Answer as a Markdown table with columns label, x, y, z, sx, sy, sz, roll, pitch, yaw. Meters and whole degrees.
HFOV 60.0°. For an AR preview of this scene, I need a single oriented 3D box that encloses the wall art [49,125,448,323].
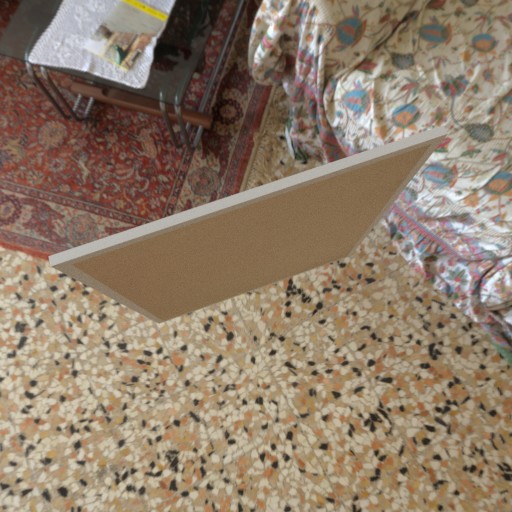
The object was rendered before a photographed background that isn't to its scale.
| label | x | y | z | sx | sy | sz | roll | pitch | yaw |
| --- | --- | --- | --- | --- | --- | --- | --- | --- | --- |
| wall art | 0.000 | 0.000 | 0.777 | 0.482 | 0.557 | 0.012 | -19 | 76 | -5 |
